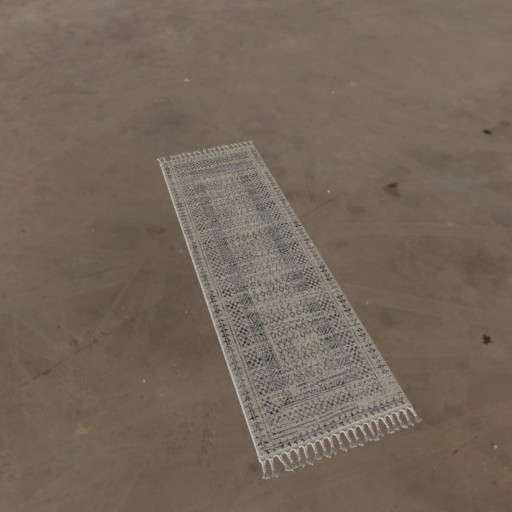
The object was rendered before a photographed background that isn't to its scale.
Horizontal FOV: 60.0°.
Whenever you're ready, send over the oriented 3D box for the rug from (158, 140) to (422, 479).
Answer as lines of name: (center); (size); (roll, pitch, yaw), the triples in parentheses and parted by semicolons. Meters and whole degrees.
rug: (0.000, 0.000, 2.743); (0.786, 0.013, 2.480); (-14, 49, -13)
